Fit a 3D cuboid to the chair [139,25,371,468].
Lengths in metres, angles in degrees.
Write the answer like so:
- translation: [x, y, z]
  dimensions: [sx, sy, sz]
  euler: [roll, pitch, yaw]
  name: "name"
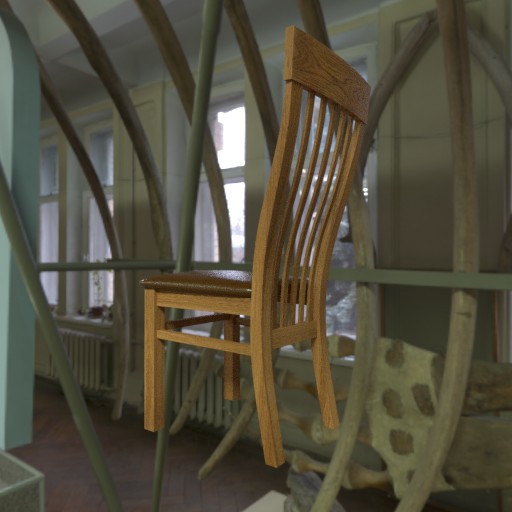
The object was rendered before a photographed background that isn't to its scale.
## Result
- translation: [0.000, 0.000, 1.352]
  dimensions: [0.580, 1.050, 0.450]
  euler: [0, -1, 37]
  name: "chair"
